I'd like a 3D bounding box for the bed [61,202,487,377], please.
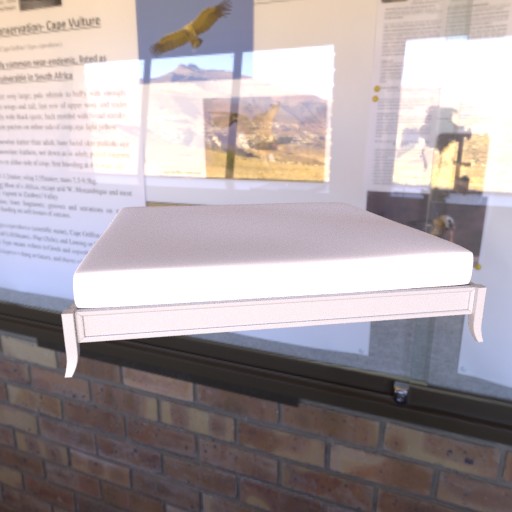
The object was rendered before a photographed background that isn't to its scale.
[{"bbox_3d":[0.000,0.000,3.069,2.108,0.510,2.007,-3,15,-10],"label":"bed"}]
